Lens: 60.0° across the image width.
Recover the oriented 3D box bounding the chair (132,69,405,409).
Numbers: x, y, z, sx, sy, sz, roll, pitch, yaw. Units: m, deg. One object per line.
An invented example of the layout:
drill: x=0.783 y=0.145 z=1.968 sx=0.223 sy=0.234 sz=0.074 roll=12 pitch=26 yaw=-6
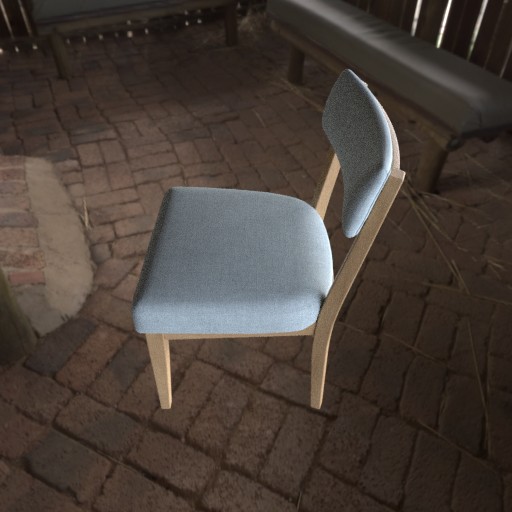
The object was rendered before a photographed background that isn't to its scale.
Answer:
chair: x=0.000 y=0.000 z=1.200 sx=0.572 sy=0.832 sz=0.508 roll=1 pitch=42 yaw=1
